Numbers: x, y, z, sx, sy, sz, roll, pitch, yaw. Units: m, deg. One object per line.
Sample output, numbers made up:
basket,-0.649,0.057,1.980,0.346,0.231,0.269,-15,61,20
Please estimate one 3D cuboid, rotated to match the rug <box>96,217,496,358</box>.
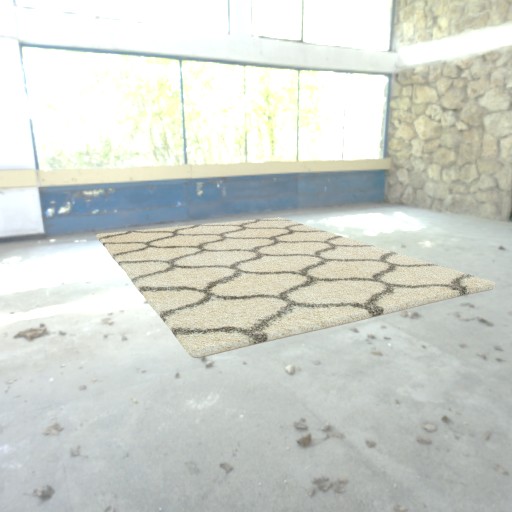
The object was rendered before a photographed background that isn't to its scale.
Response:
rug,0.000,0.000,2.068,1.200,0.025,1.600,-8,17,-26
